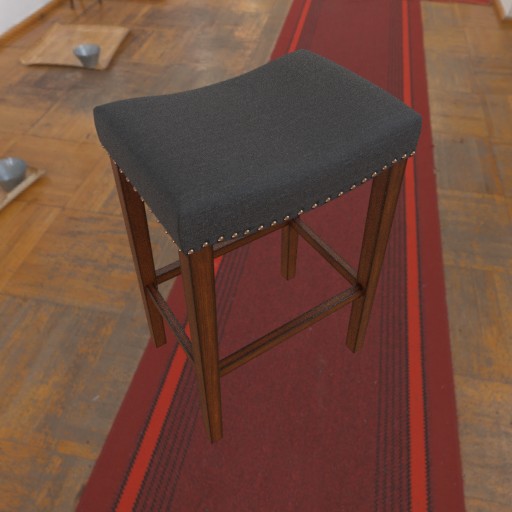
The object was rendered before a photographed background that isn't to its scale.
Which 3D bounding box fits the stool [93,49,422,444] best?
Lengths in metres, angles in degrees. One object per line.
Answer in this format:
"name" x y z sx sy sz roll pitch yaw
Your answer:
"stool" 0.000 0.000 1.029 0.502 0.760 0.366 -25 52 -22
